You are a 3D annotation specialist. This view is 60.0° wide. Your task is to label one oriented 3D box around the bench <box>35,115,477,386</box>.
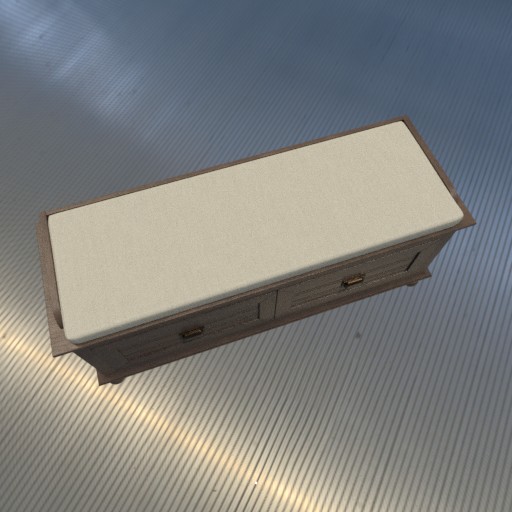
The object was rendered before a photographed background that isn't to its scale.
[{"bbox_3d":[0.000,0.000,1.433,1.185,0.501,0.402,-17,64,-8],"label":"bench"}]
